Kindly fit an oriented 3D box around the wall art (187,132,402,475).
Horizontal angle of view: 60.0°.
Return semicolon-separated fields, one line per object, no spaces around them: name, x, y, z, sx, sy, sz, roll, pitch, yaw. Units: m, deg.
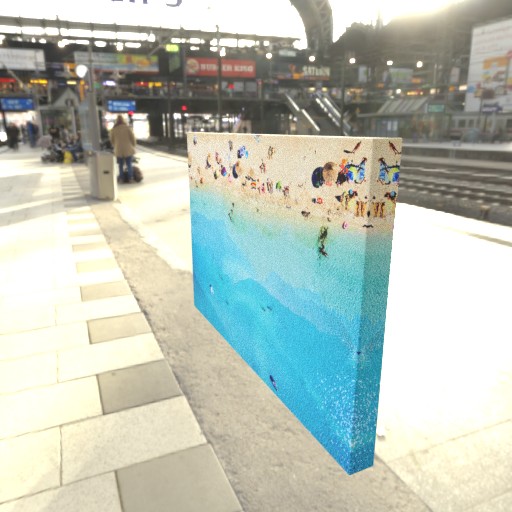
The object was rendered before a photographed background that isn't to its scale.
wall art;0.000;0.000;1.122;0.057;0.595;0.894;-8;18;-25
